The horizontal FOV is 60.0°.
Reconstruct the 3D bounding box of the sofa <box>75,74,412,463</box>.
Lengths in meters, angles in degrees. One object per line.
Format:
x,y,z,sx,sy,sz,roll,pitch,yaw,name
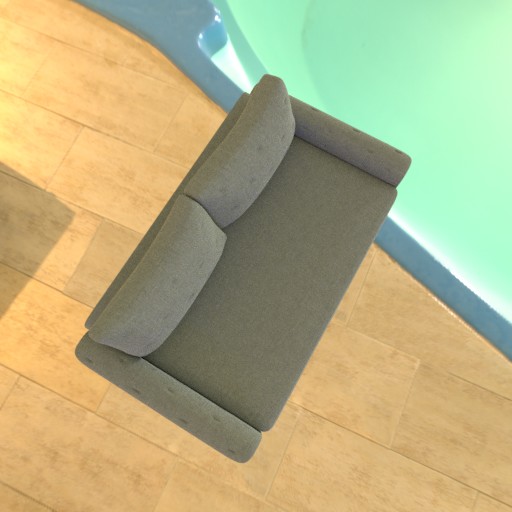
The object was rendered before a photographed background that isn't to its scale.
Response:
0.000,0.000,2.132,0.920,0.790,1.650,29,76,8,sofa
